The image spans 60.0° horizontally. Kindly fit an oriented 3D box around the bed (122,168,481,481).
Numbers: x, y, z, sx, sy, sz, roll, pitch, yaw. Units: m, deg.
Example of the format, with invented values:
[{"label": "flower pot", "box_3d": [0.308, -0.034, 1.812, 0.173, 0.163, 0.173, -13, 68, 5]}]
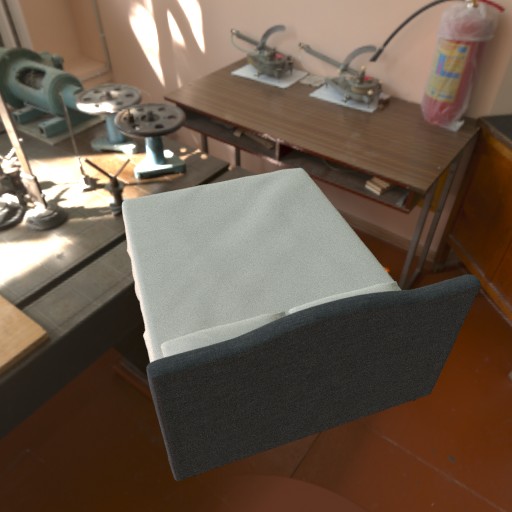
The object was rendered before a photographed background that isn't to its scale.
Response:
[{"label": "bed", "box_3d": [0.000, 0.000, 3.831, 2.161, 1.457, 2.689, -13, 44, -14]}]
